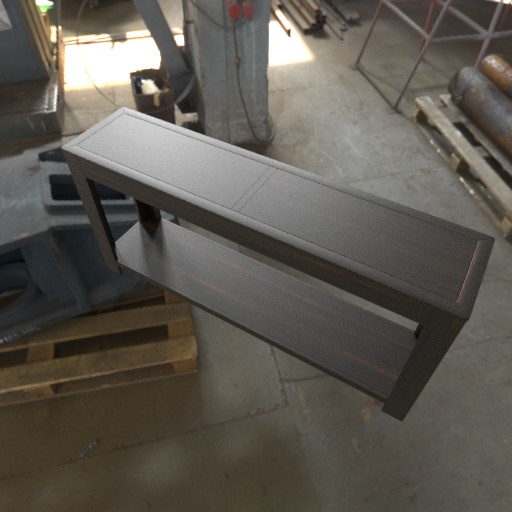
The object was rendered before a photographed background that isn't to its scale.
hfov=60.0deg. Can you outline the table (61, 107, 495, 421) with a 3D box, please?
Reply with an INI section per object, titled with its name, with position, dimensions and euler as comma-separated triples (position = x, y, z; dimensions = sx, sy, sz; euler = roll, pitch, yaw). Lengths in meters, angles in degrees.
[table]
position = 0.000, 0.000, 1.925
dimensions = 1.631, 0.762, 0.384
euler = 24, 53, 20
